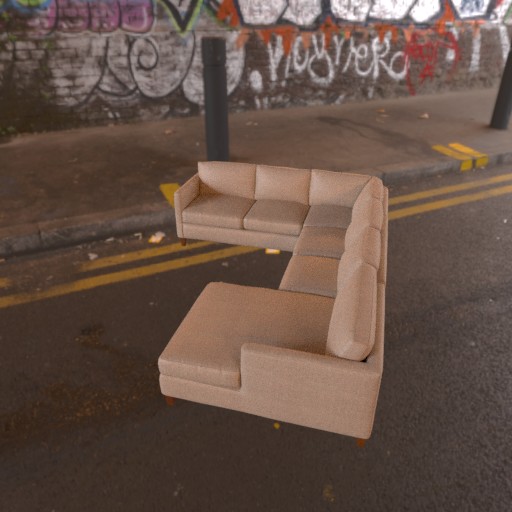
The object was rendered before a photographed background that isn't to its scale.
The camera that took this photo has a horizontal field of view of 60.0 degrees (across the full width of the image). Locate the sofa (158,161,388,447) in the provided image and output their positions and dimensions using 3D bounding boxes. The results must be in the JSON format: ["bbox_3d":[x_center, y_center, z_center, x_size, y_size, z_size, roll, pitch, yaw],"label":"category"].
[{"bbox_3d":[0.000,0.000,4.613,2.594,0.961,3.460,8,30,13],"label":"sofa"}]
